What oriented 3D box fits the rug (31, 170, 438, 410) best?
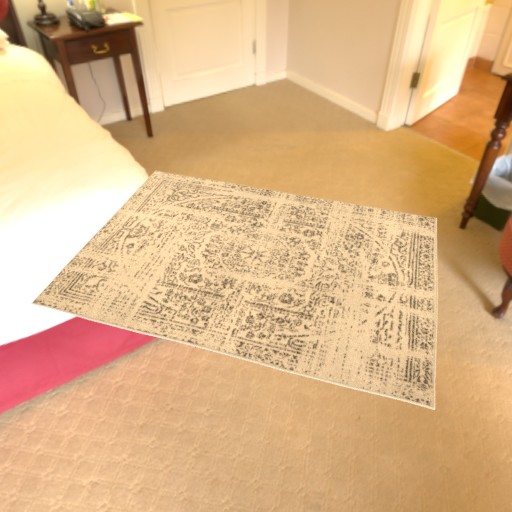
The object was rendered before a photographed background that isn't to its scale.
[{"bbox_3d":[0.000,0.000,3.111,2.438,0.026,1.706,12,43,13],"label":"rug"}]
